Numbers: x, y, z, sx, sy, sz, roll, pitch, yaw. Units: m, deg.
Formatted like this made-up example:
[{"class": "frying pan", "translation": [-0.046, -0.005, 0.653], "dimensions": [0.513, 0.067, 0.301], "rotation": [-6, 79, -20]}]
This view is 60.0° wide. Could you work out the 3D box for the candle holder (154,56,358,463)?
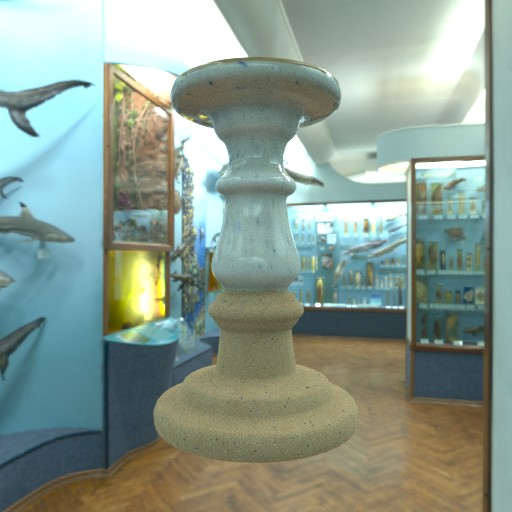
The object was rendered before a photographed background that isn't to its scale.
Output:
[{"class": "candle holder", "translation": [0.000, 0.000, 0.273], "dimensions": [0.123, 0.202, 0.123], "rotation": [0, 0, 0]}]
